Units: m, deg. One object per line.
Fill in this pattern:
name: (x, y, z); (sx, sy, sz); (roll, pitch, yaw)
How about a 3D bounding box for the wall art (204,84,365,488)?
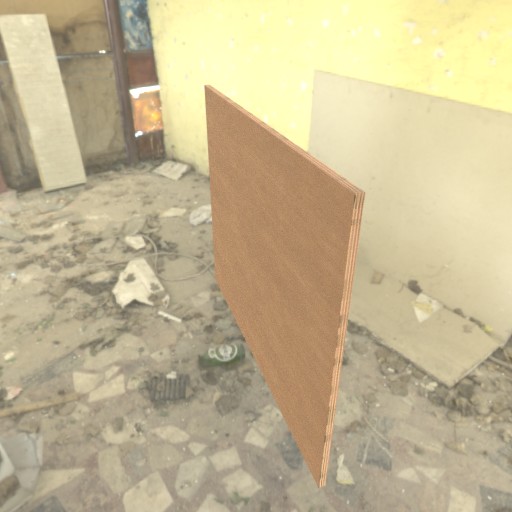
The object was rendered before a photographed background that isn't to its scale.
wall art: (0.000, 0.000, 0.672); (0.010, 0.408, 0.508); (-10, 33, -17)
